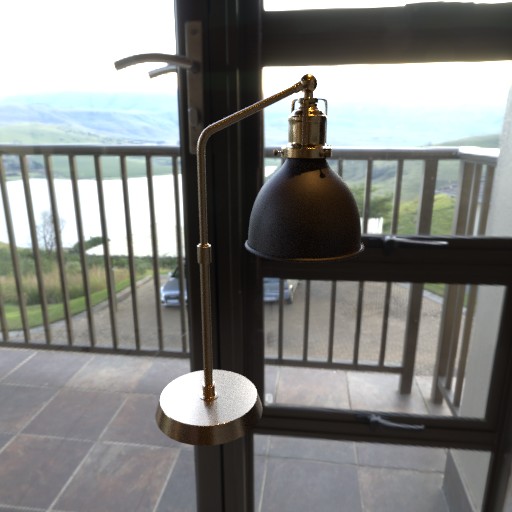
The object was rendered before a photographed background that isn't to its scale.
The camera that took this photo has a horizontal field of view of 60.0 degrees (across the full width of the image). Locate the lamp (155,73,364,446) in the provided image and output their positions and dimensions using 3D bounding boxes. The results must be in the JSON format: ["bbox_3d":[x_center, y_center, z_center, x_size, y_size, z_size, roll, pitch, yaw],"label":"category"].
[{"bbox_3d":[0.000,0.000,0.591,0.291,0.456,0.160,-3,16,-10],"label":"lamp"}]
